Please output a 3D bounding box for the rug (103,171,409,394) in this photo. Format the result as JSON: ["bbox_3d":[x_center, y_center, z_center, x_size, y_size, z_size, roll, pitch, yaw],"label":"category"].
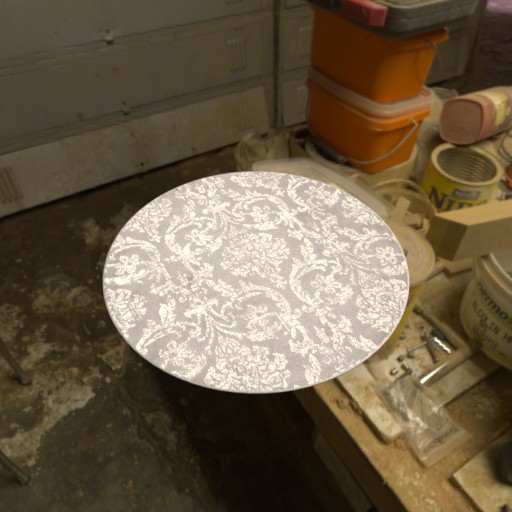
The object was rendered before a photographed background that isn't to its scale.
[{"bbox_3d":[0.000,0.000,2.368,1.593,0.012,1.593,0,45,0],"label":"rug"}]
